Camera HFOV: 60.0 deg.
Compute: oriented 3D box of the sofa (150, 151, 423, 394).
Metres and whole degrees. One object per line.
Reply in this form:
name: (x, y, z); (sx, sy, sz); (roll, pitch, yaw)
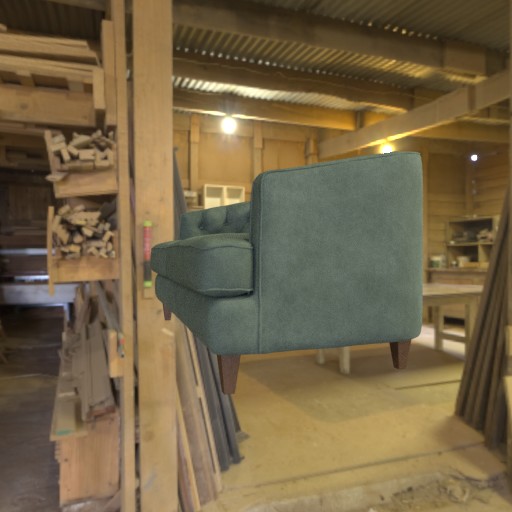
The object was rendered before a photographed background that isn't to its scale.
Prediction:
sofa: (0.000, 0.000, 2.271); (0.941, 0.855, 1.733); (0, 1, -18)
